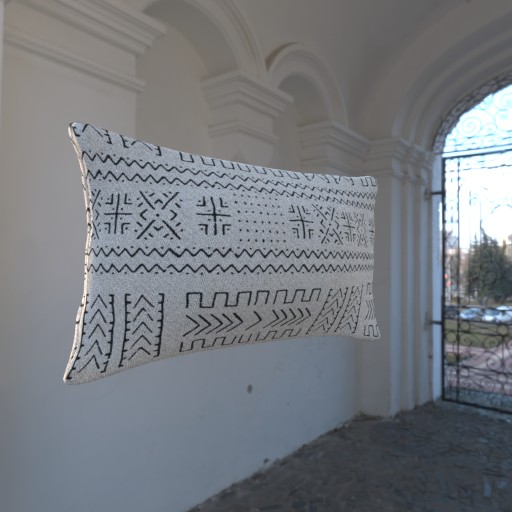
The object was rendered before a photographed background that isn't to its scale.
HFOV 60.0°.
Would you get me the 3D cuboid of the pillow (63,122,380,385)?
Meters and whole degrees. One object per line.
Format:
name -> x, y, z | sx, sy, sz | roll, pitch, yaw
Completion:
pillow -> 0.000, 0.000, 0.774 | 0.637, 0.352, 0.188 | 1, -2, -36
